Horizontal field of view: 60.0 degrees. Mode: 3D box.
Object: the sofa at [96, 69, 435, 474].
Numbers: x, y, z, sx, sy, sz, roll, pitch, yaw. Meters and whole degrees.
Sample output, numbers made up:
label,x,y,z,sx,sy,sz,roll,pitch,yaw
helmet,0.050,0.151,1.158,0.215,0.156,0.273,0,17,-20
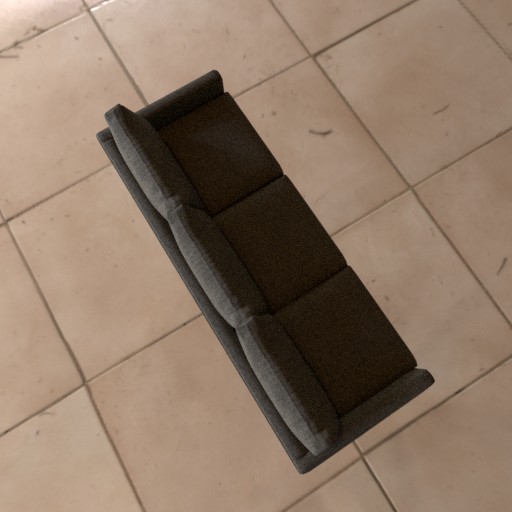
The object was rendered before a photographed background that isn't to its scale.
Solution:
label,x,y,z,sx,sy,sz,roll,pitch,yaw
sofa,0.000,0.000,2.649,0.876,0.879,2.253,-32,78,-7
